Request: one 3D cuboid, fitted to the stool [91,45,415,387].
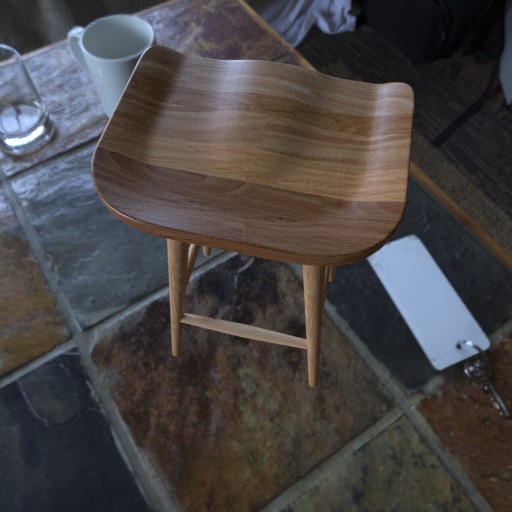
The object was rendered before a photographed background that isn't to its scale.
[{"bbox_3d":[0.000,0.000,0.902,0.407,0.698,0.322,11,64,6],"label":"stool"}]
